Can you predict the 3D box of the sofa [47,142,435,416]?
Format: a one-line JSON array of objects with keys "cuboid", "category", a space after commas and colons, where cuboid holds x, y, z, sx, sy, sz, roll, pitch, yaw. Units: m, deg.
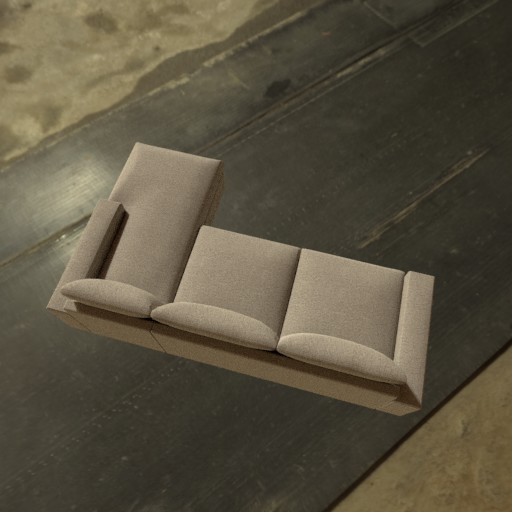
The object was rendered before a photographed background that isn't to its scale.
[{"cuboid": [0.000, 0.000, 3.503, 2.718, 0.813, 1.689, 14, 66, 6], "category": "sofa"}]
